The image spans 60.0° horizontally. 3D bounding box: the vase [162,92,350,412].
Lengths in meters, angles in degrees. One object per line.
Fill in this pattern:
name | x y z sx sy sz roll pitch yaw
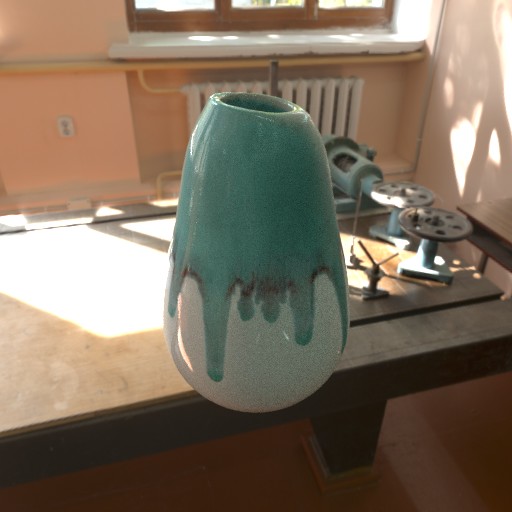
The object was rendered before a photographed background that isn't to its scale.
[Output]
vase | 0.000 0.000 0.259 0.116 0.179 0.116 0 31 0
